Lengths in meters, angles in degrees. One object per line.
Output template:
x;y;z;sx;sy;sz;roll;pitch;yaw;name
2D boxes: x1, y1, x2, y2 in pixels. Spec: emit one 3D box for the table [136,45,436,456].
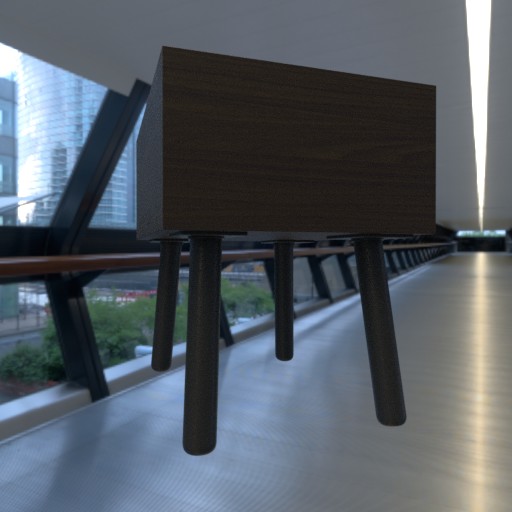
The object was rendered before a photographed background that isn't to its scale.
0.000;0.000;0.764;0.370;0.470;0.450;0;1;-19;table
